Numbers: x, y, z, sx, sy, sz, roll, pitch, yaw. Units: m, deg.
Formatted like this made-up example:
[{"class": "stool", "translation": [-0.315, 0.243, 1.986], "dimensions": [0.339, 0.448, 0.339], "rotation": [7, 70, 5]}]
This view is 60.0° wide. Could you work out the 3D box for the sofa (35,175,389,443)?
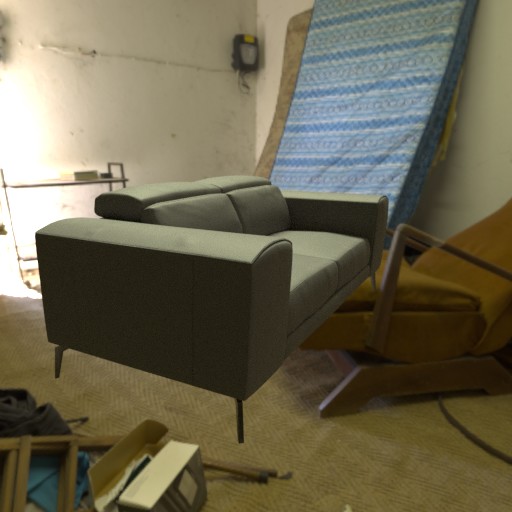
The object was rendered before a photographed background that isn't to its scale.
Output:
[{"class": "sofa", "translation": [0.000, 0.000, 2.360], "dimensions": [1.003, 0.779, 1.895], "rotation": [7, 16, 27]}]
